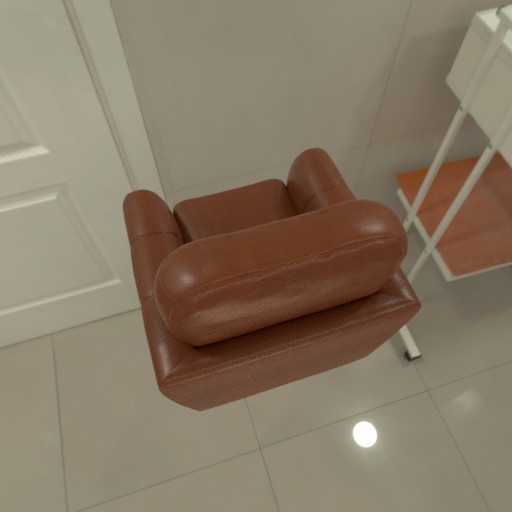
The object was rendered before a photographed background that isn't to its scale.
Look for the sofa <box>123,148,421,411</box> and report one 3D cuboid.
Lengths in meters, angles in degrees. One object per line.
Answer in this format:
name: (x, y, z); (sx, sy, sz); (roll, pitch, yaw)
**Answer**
sofa: (0.000, 0.000, 1.567); (0.836, 0.876, 0.789); (-15, 60, -9)
